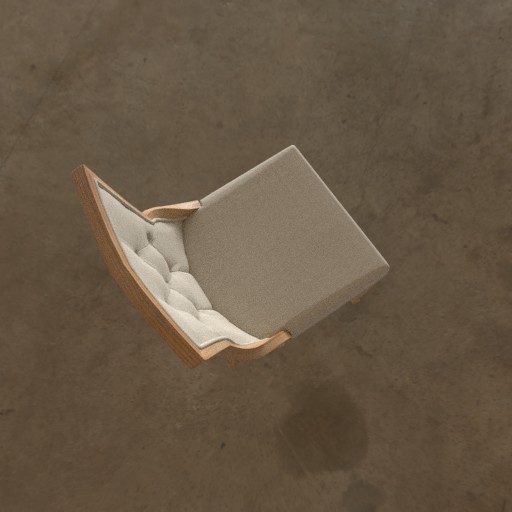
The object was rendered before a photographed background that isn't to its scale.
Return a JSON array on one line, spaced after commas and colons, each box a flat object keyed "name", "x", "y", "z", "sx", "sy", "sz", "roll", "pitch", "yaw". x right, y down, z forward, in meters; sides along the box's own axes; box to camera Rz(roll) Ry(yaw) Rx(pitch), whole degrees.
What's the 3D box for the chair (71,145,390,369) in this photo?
[{"name": "chair", "x": 0.000, "y": 0.000, "z": 1.314, "sx": 0.641, "sy": 0.947, "sz": 0.524, "roll": -33, "pitch": 76, "yaw": -9}]
